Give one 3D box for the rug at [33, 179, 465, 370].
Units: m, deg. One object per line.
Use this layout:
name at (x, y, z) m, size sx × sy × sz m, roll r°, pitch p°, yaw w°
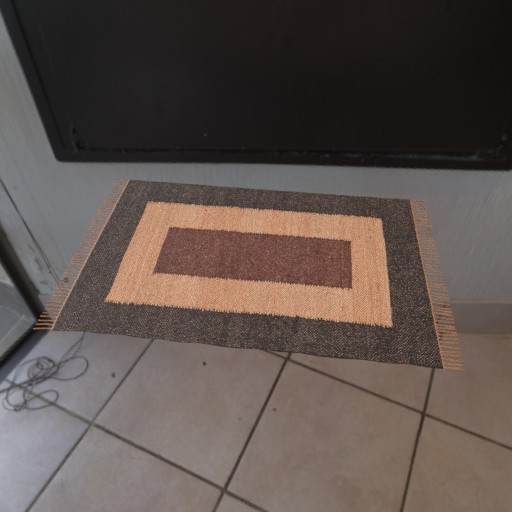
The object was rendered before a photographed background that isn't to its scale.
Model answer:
rug at (0.000, 0.000, 1.867) m, size 1.541 × 0.013 × 0.920 m, roll 5°, pitch 46°, yaw 5°
